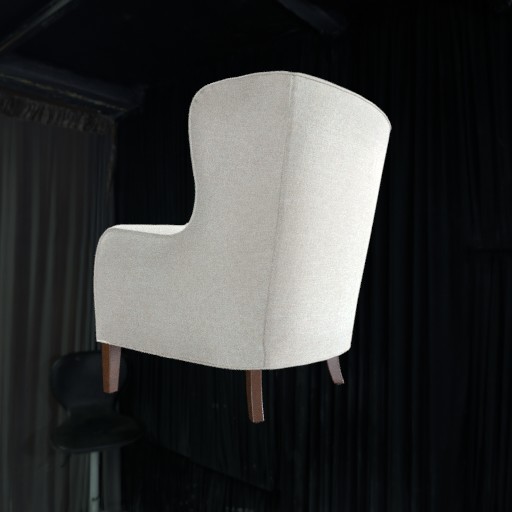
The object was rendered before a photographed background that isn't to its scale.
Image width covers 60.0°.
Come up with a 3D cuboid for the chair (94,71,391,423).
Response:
[{"bbox_3d":[0.000,0.000,1.724,0.966,1.040,0.838,-1,-1,37],"label":"chair"}]
